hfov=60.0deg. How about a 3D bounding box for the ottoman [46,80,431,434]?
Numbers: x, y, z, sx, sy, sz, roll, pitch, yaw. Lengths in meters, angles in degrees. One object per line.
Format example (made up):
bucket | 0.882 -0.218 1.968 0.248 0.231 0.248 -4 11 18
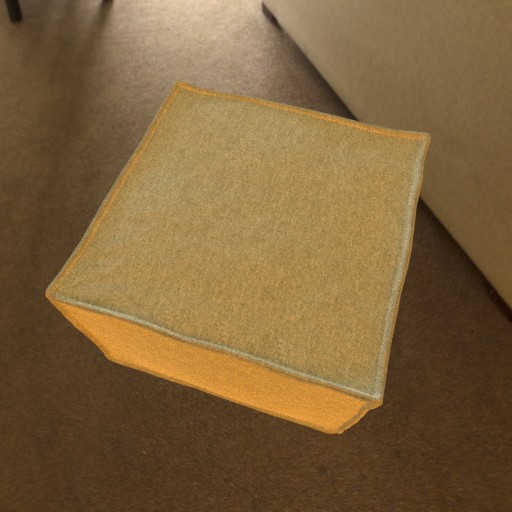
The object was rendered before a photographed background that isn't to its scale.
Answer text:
ottoman | 0.000 0.000 1.155 0.707 0.470 0.696 16 63 8
